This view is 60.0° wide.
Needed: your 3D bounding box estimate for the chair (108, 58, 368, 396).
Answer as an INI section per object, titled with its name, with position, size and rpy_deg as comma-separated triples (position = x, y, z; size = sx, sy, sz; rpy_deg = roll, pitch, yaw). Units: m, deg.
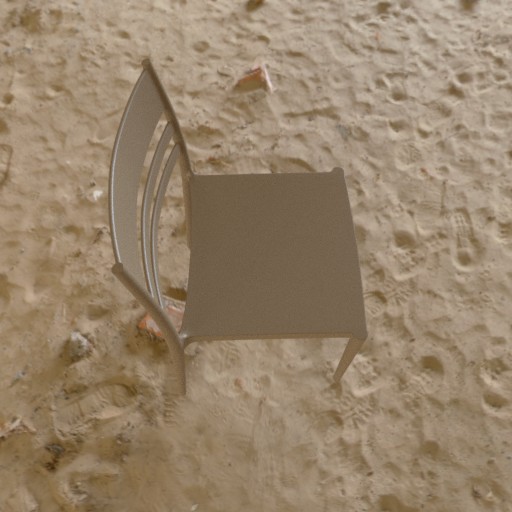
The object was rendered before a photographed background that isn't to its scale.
[chair]
position = 0.000, 0.000, 1.117
size = 0.511, 0.800, 0.531
rpy_deg = -1, 62, -1
